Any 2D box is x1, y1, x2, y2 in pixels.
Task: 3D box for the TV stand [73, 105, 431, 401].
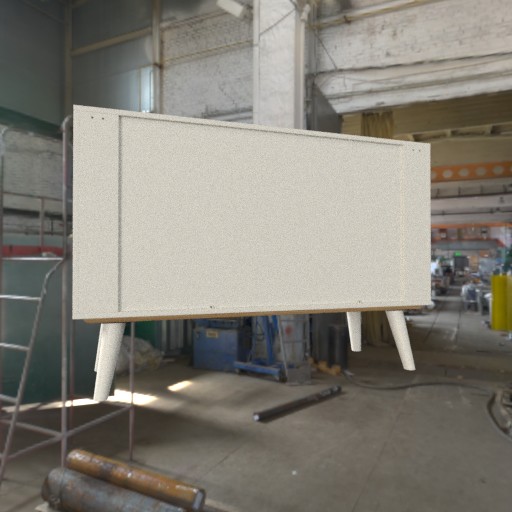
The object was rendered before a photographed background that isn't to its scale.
[{"bbox_3d":[0.000,0.000,1.588,1.193,0.812,0.406,0,-1,-20],"label":"TV stand"}]
